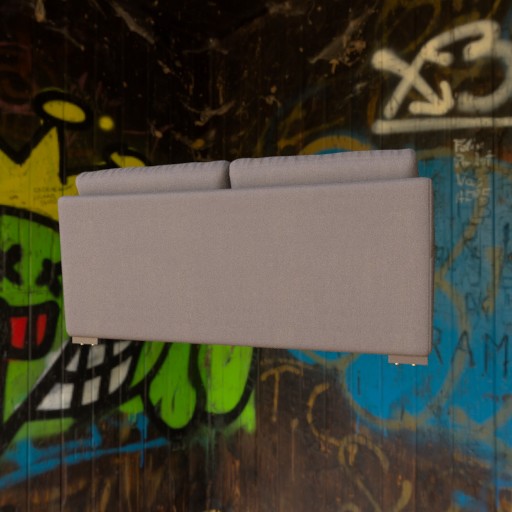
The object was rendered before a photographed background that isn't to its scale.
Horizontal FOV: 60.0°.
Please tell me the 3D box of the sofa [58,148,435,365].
[{"bbox_3d":[0.000,0.000,2.554,1.880,0.940,1.143,0,-1,17],"label":"sofa"}]
